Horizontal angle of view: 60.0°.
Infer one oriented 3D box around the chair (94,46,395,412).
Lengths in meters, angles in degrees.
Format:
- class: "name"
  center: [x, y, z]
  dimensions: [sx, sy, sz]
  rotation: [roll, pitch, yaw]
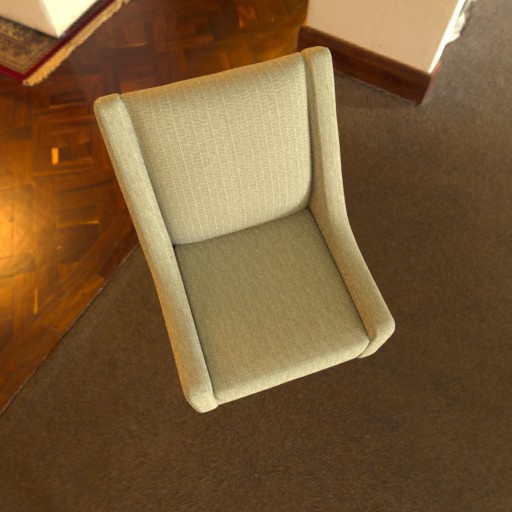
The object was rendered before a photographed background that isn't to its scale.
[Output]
- class: "chair"
  center: [0.000, 0.000, 1.635]
  dimensions: [0.774, 1.014, 0.870]
  rotation: [-17, 65, -8]
